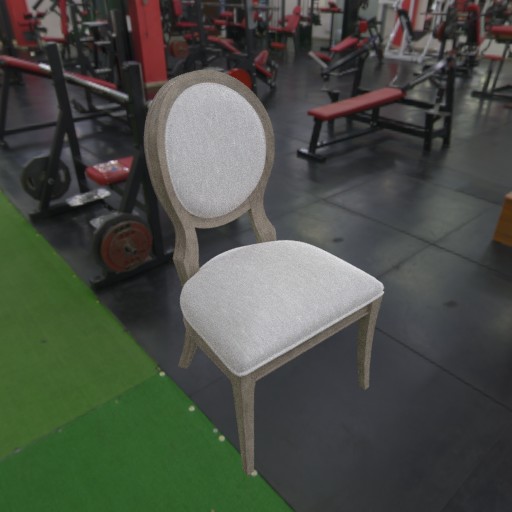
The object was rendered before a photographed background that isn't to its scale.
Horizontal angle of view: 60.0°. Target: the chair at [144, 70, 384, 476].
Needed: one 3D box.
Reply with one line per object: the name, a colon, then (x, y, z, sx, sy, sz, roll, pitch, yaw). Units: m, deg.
chair: (0.000, 0.000, 1.350, 0.558, 0.990, 0.602, -23, 38, -31)
